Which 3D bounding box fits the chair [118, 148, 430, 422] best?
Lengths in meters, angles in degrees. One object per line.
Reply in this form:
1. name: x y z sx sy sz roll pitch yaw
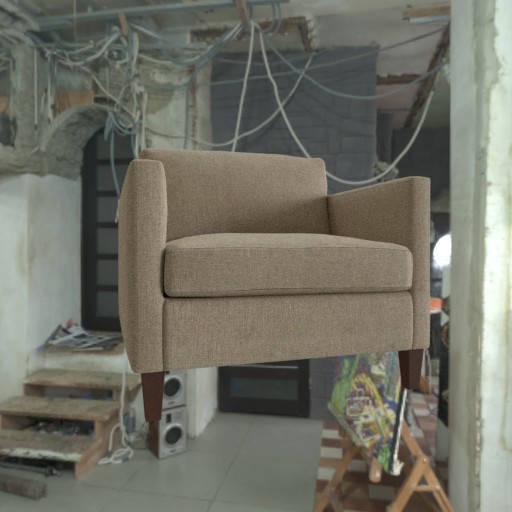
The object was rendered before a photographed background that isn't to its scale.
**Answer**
1. chair: 0.000 0.000 1.892 1.107 0.987 0.959 0 1 -19
